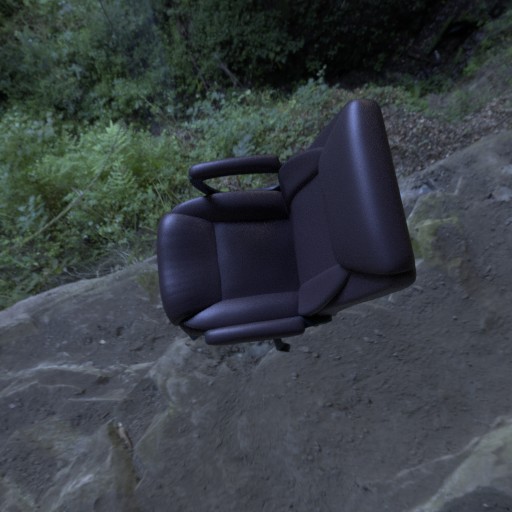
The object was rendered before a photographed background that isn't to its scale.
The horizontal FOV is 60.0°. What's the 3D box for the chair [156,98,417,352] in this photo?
[{"bbox_3d":[0.000,0.000,1.466,0.655,1.072,0.615,-7,76,-2],"label":"chair"}]
